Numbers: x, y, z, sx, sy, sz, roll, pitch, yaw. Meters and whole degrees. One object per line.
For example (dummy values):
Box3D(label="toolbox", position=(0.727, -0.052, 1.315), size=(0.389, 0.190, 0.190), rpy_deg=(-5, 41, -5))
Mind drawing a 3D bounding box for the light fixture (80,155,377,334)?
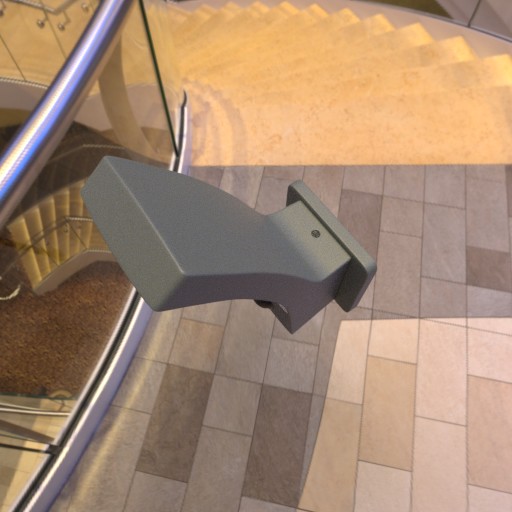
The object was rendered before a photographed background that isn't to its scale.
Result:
Box3D(label="light fixture", position=(0.000, 0.000, 0.331), size=(0.174, 0.243, 0.108), rpy_deg=(-32, 67, -15))
